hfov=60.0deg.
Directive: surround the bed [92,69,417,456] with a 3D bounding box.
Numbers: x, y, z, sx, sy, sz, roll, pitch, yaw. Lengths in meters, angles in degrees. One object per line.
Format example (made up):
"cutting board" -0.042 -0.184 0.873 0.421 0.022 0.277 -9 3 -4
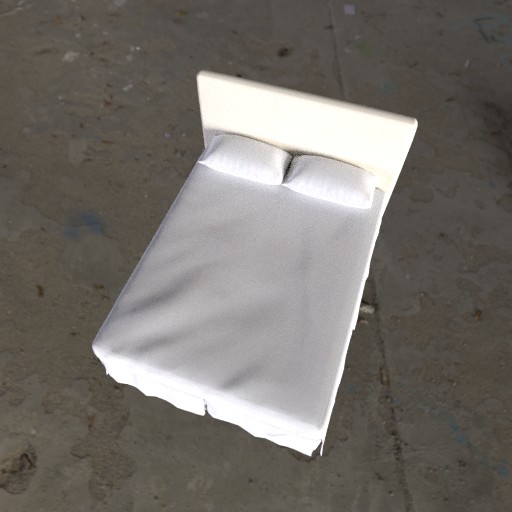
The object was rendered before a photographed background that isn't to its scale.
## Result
"bed" 0.000 0.000 3.230 1.713 1.330 2.142 17 60 10
